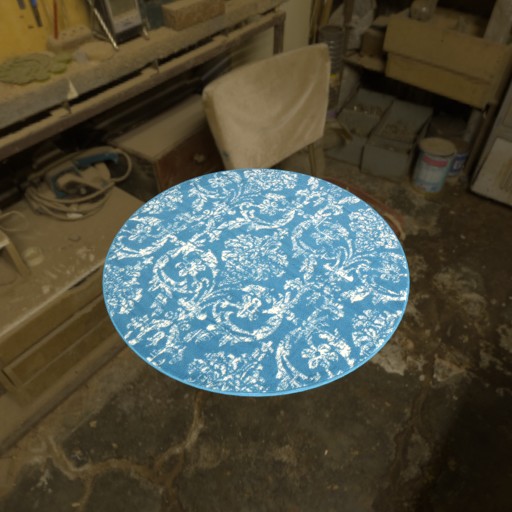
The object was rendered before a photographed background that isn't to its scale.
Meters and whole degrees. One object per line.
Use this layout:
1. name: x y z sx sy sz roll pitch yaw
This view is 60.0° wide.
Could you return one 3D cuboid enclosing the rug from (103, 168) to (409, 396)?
1. rug: 0.000 0.000 2.365 1.593 0.012 1.593 0 46 0
